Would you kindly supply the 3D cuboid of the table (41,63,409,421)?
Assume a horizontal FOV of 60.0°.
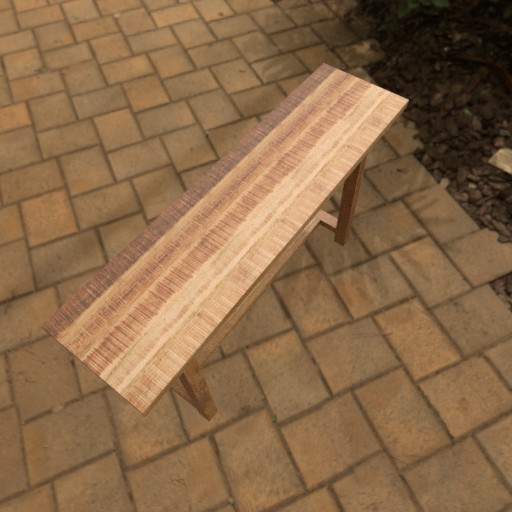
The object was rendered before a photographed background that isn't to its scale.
[{"bbox_3d":[0.000,0.000,1.874,0.405,0.810,1.524,32,63,18],"label":"table"}]
